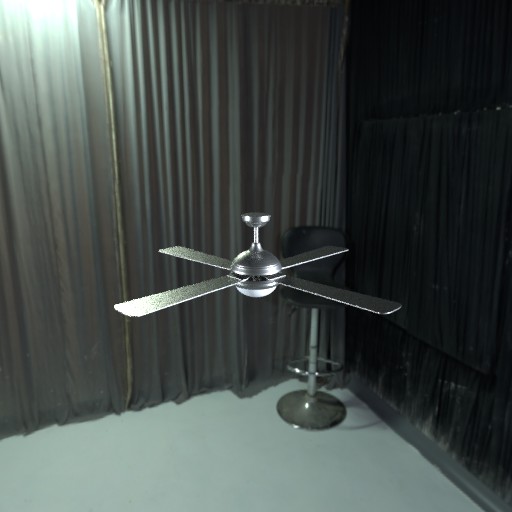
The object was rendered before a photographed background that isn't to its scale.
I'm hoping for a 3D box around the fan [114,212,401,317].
[{"bbox_3d":[0.000,0.000,2.028,1.321,0.381,1.321,-7,16,-25],"label":"fan"}]
